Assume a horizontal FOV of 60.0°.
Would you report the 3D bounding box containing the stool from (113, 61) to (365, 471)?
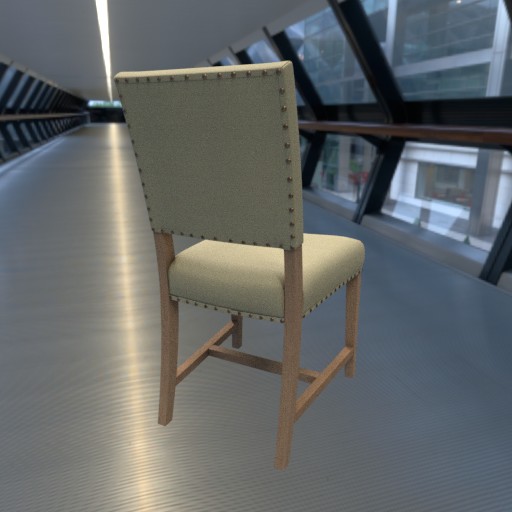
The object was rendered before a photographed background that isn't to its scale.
[{"bbox_3d":[0.000,0.000,1.317,0.508,0.986,0.623,8,19,26],"label":"stool"}]
